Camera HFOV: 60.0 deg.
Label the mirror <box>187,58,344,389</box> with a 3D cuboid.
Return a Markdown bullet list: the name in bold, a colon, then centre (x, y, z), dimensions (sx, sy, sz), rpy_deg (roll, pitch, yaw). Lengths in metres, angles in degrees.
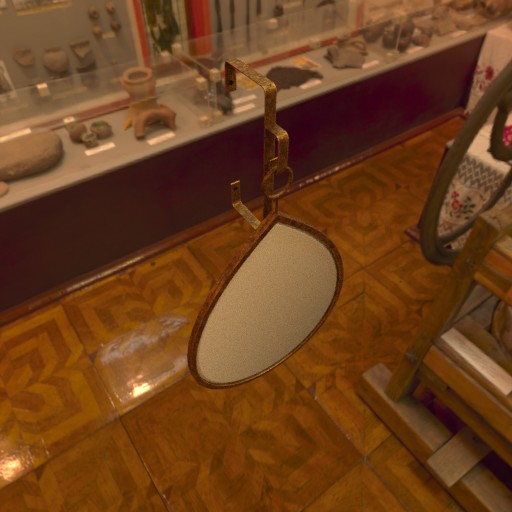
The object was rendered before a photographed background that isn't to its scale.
- **mirror**: centre (0.000, 0.000, 0.897), dimensions (0.405, 0.744, 0.144), rpy_deg (-26, 52, -22)
